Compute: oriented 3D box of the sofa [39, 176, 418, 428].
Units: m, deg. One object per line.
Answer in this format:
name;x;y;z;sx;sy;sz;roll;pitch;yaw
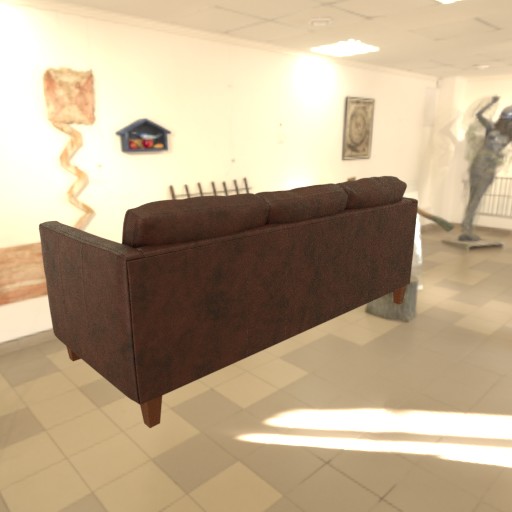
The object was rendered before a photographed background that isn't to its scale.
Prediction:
sofa;0.000;0.000;2.990;2.464;1.006;1.045;-14;20;-42
